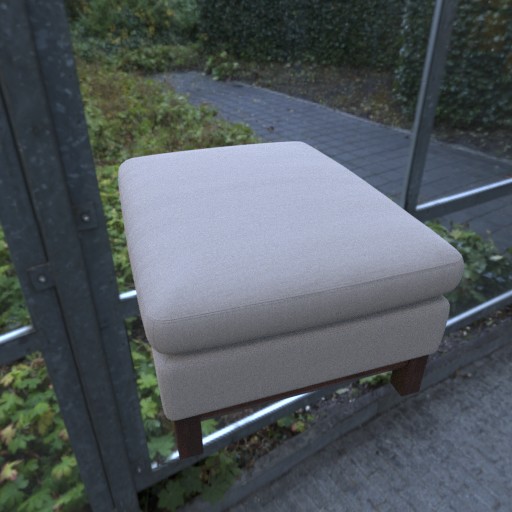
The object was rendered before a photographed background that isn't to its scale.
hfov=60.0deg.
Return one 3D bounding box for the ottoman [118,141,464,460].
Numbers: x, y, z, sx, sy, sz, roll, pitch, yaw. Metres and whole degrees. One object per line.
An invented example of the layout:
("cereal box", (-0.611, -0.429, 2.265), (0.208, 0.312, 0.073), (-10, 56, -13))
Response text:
("ottoman", (0.000, 0.000, 1.117), (0.606, 0.420, 0.771), (-10, 32, -16))
